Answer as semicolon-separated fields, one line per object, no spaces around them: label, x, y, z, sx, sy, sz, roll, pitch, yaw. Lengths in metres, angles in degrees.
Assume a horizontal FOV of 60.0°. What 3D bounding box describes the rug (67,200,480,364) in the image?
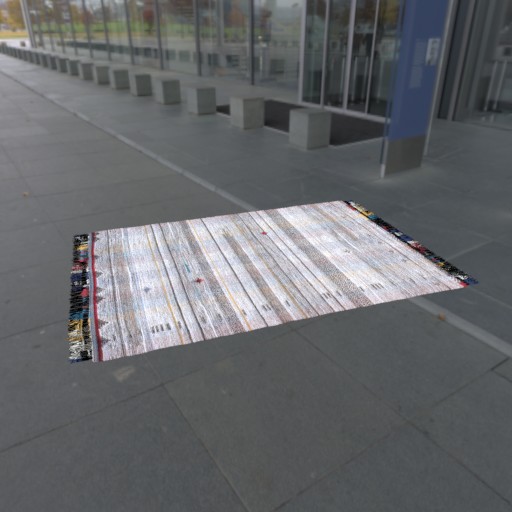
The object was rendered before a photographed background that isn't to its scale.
rug;0.000;0.000;2.334;1.848;0.012;1.217;-9;29;-17
